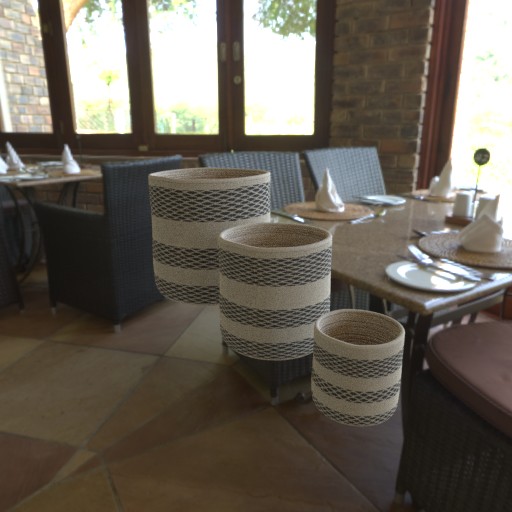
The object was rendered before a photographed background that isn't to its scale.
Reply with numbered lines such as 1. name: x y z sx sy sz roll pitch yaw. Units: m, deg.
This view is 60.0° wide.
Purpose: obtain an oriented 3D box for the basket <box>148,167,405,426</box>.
1. basket: 0.000 0.000 1.077 0.351 0.356 0.917 -8 18 -26
